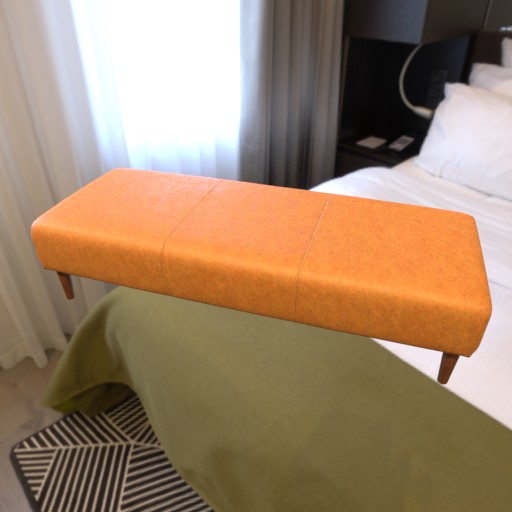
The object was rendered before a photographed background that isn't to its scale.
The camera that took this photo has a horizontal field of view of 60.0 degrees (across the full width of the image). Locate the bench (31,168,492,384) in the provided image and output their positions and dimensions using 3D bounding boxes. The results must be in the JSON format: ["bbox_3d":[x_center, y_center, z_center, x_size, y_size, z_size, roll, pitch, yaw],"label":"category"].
[{"bbox_3d":[0.000,0.000,1.781,1.610,0.399,0.653,10,34,15],"label":"bench"}]
